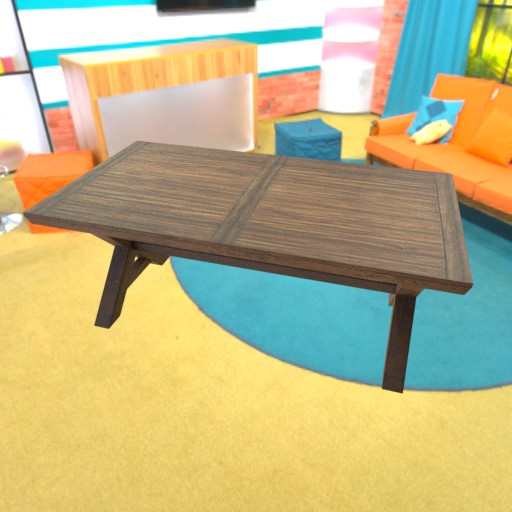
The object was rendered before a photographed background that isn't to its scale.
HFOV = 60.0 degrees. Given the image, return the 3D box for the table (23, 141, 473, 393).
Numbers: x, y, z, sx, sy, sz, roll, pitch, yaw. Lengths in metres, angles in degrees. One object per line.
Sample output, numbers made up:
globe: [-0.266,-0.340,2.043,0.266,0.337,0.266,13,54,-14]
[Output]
table: [0.000,0.000,2.491,1.966,0.793,1.071,9,34,14]
